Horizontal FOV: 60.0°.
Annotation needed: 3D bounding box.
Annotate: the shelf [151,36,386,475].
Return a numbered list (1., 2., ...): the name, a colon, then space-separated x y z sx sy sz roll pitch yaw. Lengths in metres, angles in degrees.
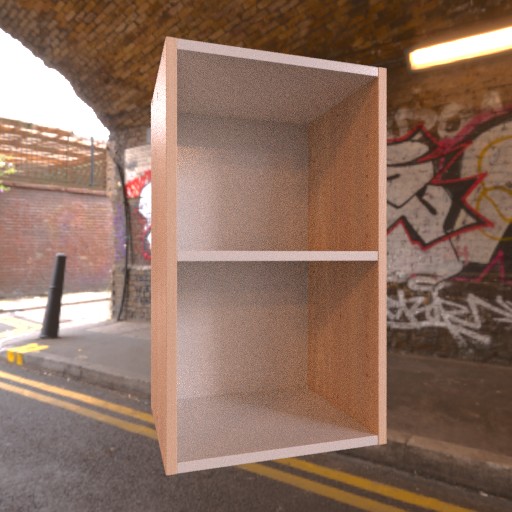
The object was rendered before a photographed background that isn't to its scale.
1. shelf: 0.000 0.000 0.795 0.350 0.600 0.290 0 0 -17
